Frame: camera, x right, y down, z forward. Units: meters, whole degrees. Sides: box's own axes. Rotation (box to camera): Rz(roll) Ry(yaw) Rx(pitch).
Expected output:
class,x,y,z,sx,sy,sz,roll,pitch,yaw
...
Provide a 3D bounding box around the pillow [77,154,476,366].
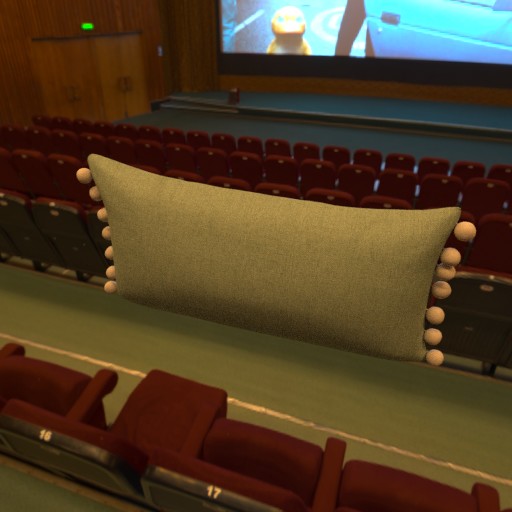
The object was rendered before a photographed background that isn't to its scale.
class,x,y,z,sx,sy,sz,roll,pitch,yaw
pillow,0.000,0.000,0.822,0.709,0.322,0.201,10,32,16
